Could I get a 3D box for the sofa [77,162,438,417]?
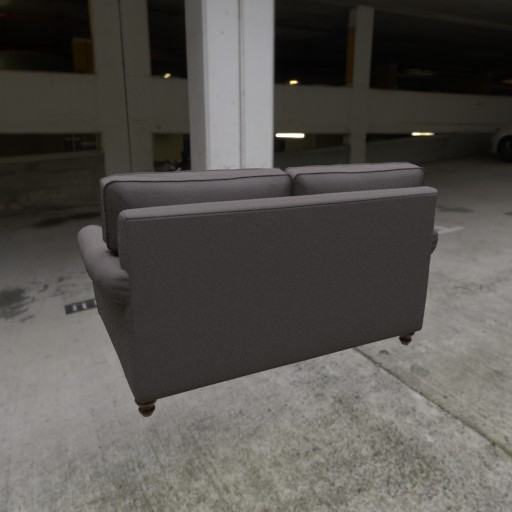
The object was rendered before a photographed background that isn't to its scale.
[{"bbox_3d":[0.000,0.000,2.274,1.665,0.937,0.964,-8,18,-25],"label":"sofa"}]
